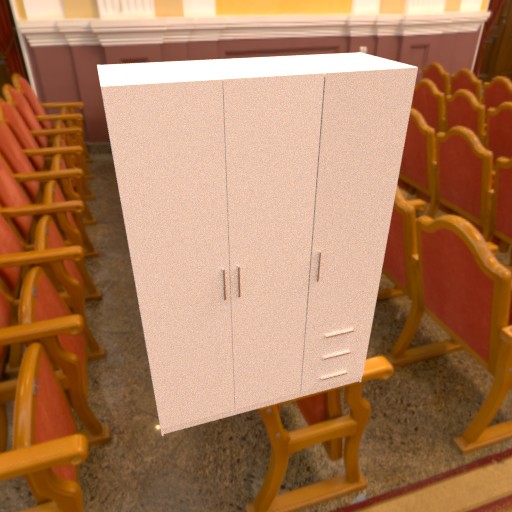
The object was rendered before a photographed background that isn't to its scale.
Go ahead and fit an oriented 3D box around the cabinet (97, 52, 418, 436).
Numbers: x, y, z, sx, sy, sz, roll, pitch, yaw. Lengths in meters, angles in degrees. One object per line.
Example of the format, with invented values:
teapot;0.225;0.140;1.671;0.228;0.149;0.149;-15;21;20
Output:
cabinet;0.000;0.000;2.401;1.290;1.910;0.510;-10;33;-16
